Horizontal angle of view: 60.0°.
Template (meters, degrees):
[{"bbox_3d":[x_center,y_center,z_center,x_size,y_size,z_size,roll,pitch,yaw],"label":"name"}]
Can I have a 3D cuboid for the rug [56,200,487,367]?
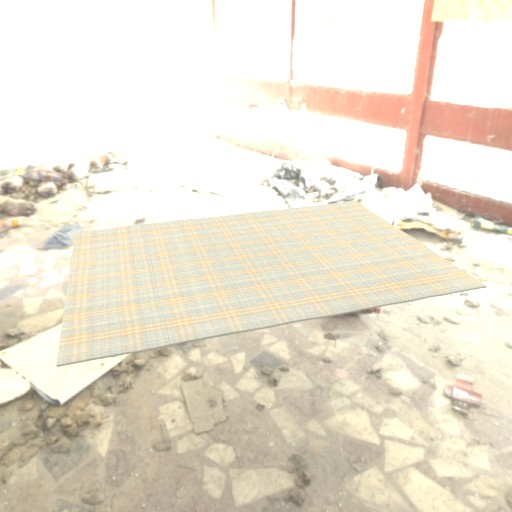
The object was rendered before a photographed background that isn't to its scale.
[{"bbox_3d":[0.000,0.000,2.300,1.835,0.012,1.231,-8,28,-15],"label":"rug"}]
